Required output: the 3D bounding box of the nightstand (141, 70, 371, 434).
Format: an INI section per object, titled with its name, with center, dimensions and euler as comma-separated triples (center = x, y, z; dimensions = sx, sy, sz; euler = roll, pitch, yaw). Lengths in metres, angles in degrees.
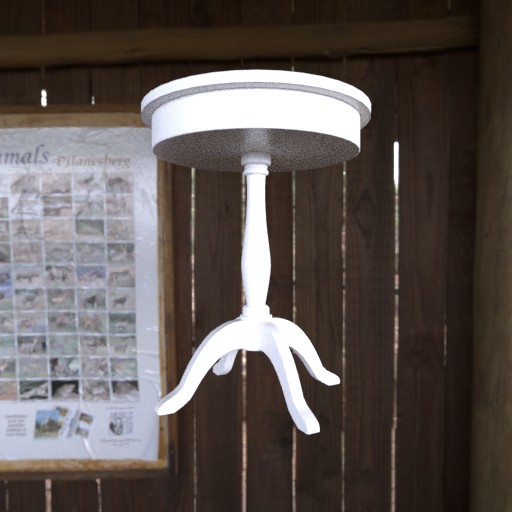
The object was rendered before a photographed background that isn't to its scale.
[nightstand]
center = 0.000, 0.000, 1.026
dimensions = 0.513, 0.653, 0.513
euler = 0, 1, -18
